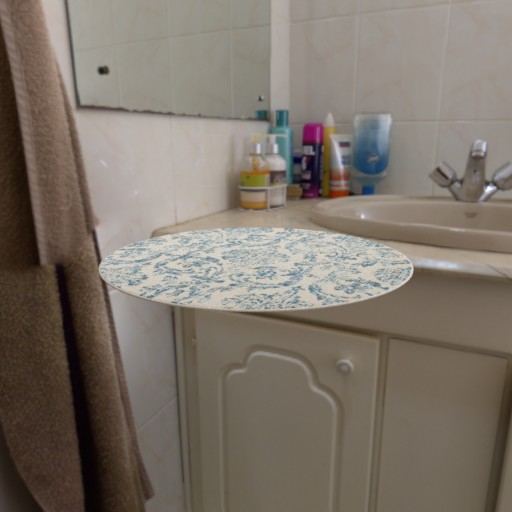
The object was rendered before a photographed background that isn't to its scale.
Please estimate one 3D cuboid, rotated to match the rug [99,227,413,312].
[{"bbox_3d":[0.000,0.000,2.370,1.593,0.012,1.593,0,14,0],"label":"rug"}]
